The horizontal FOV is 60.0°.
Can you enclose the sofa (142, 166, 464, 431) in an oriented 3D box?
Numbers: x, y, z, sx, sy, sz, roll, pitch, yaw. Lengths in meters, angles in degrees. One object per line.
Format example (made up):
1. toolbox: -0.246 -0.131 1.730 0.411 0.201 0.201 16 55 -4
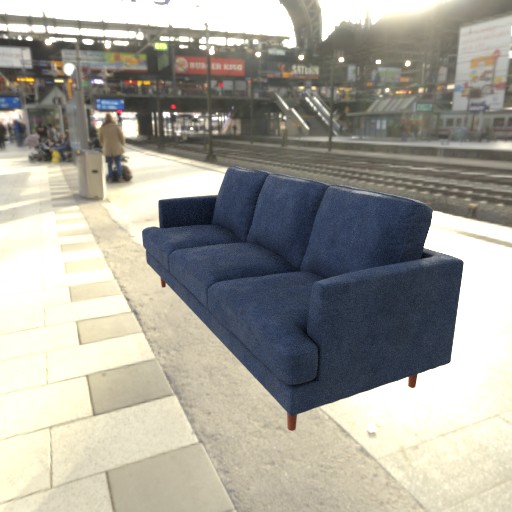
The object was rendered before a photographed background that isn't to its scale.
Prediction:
1. sofa: 0.000 0.000 2.712 0.903 0.930 2.246 -8 18 -26
